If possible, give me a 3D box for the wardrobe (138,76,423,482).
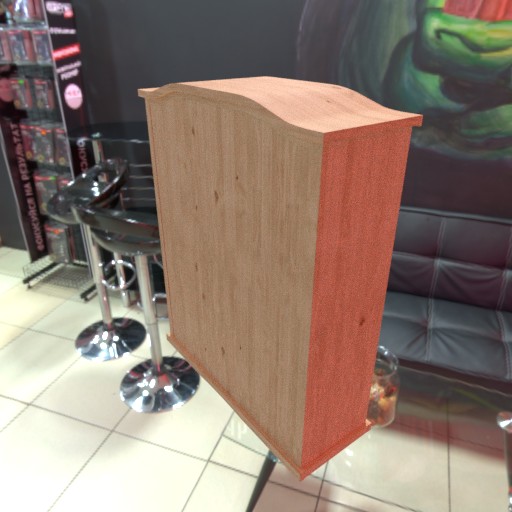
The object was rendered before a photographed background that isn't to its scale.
[{"bbox_3d":[0.000,0.000,2.570,0.570,1.870,1.500,-19,33,-33],"label":"wardrobe"}]
